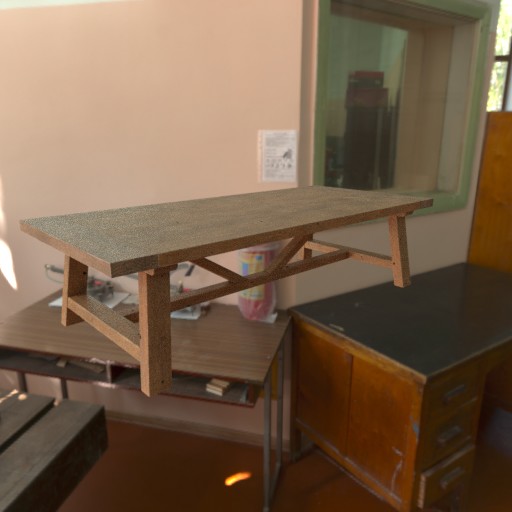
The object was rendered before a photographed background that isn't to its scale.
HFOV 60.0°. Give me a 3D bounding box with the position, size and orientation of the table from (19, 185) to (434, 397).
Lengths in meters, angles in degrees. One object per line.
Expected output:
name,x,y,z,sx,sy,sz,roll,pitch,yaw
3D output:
table,0.000,0.000,2.116,1.800,0.465,0.820,-14,21,-41
